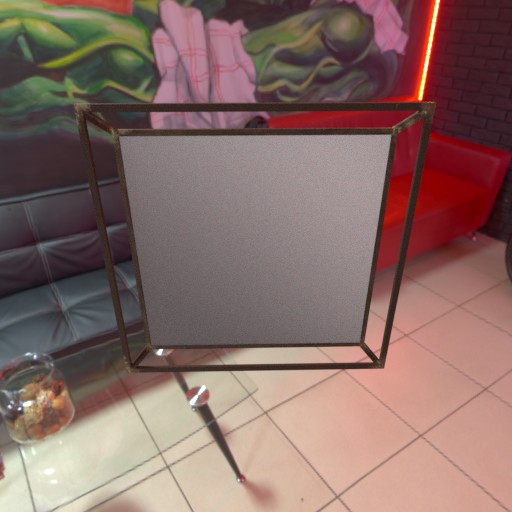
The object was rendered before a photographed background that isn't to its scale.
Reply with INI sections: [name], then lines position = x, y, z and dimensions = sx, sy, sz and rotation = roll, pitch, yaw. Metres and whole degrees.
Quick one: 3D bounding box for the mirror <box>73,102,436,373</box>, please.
[mirror]
position = 0.000, 0.000, 0.911
dimensions = 0.610, 0.610, 0.032
rotation = -1, 30, -1
